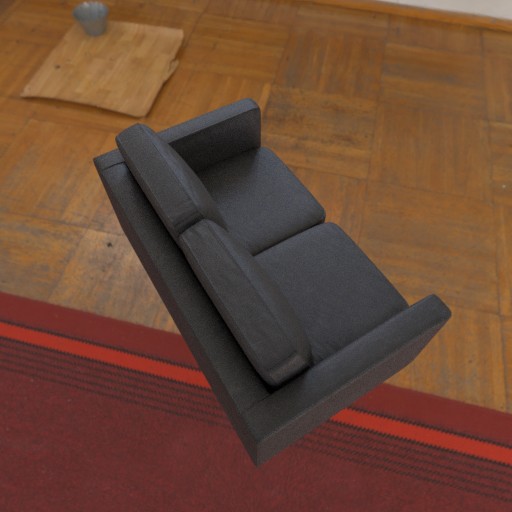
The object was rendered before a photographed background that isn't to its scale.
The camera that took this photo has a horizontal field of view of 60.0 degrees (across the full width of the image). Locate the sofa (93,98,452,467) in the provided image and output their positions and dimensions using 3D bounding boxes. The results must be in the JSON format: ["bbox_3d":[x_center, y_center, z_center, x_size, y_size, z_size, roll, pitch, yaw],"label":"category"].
[{"bbox_3d":[0.000,0.000,2.008,0.879,0.899,1.430,-27,61,-16],"label":"sofa"}]
